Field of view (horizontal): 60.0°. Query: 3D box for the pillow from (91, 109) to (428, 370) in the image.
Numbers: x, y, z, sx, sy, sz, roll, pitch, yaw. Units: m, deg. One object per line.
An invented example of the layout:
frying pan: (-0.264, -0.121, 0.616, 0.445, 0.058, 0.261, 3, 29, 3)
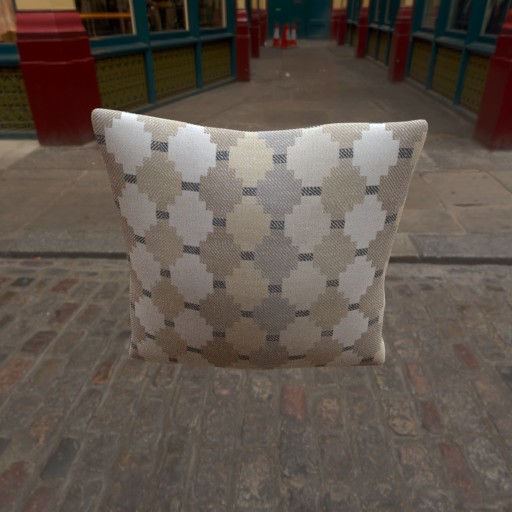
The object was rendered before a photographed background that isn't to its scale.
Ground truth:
pillow: (0.000, 0.000, 0.872, 0.578, 0.558, 0.192, 1, 30, 1)
